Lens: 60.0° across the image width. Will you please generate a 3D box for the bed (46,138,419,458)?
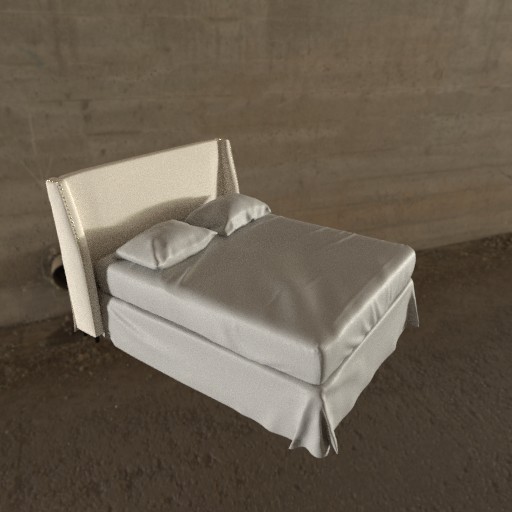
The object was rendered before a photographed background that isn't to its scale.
[{"bbox_3d":[0.000,0.000,3.462,2.276,1.332,1.925,17,30,31],"label":"bed"}]
